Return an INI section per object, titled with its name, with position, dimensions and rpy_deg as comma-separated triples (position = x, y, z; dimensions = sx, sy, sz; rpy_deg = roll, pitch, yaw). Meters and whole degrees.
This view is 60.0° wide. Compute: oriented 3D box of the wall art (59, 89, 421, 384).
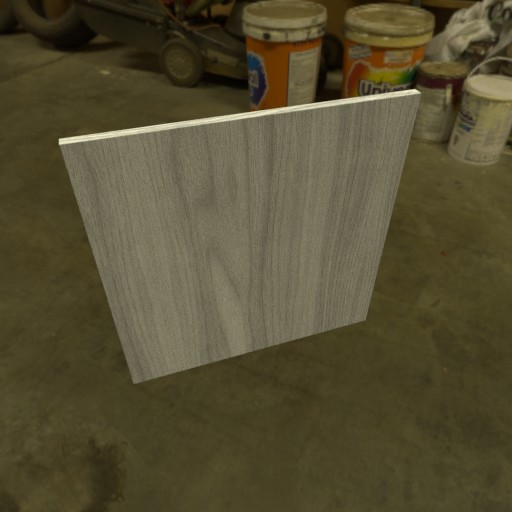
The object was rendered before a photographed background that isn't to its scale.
[wall art]
position = 0.000, 0.000, 0.763
dimensions = 0.508, 0.507, 0.016
rpy_deg = -13, 42, -14
